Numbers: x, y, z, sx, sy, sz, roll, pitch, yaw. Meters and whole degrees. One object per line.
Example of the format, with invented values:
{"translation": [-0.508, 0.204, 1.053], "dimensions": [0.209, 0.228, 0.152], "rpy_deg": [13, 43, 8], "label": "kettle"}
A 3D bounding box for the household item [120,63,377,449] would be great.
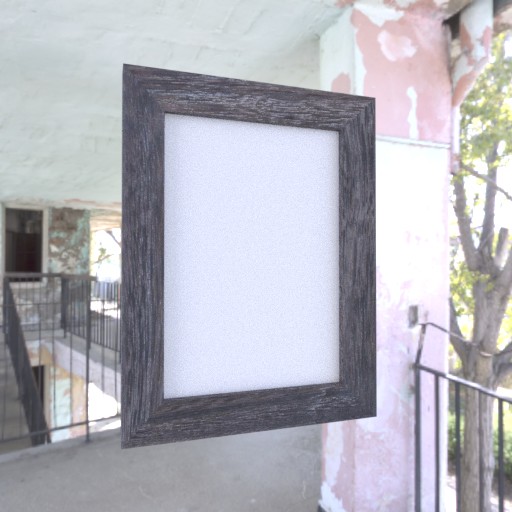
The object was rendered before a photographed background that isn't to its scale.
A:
{"translation": [0.000, 0.000, 0.276], "dimensions": [0.160, 0.210, 0.020], "rpy_deg": [0, -1, -18], "label": "household item"}
